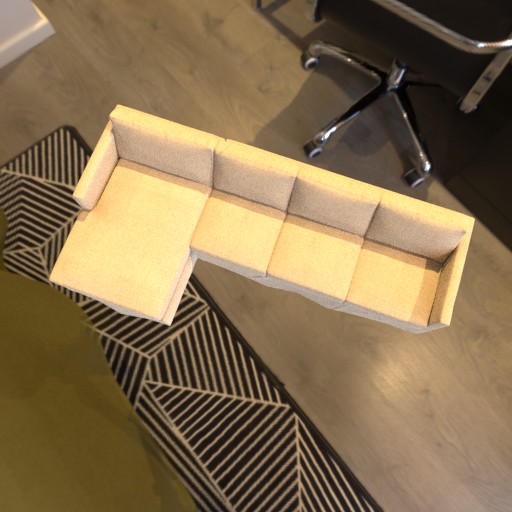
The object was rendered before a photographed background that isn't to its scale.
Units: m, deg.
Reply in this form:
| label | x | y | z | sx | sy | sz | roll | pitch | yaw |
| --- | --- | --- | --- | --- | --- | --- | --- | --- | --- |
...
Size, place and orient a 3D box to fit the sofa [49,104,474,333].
| label | x | y | z | sx | sy | sz | roll | pitch | yaw |
| --- | --- | --- | --- | --- | --- | --- | --- | --- | --- |
| sofa | 0.000 | 0.000 | 3.786 | 3.205 | 0.922 | 1.650 | 19 | 76 | 5 |
